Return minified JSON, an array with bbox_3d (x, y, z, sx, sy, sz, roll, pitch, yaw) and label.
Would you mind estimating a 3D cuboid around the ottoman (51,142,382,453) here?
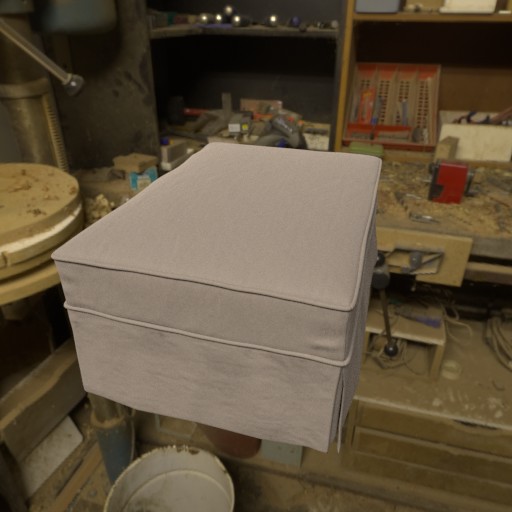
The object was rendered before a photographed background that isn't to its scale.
[{"bbox_3d":[0.000,0.000,1.325,0.703,0.479,0.944,9,31,15],"label":"ottoman"}]
